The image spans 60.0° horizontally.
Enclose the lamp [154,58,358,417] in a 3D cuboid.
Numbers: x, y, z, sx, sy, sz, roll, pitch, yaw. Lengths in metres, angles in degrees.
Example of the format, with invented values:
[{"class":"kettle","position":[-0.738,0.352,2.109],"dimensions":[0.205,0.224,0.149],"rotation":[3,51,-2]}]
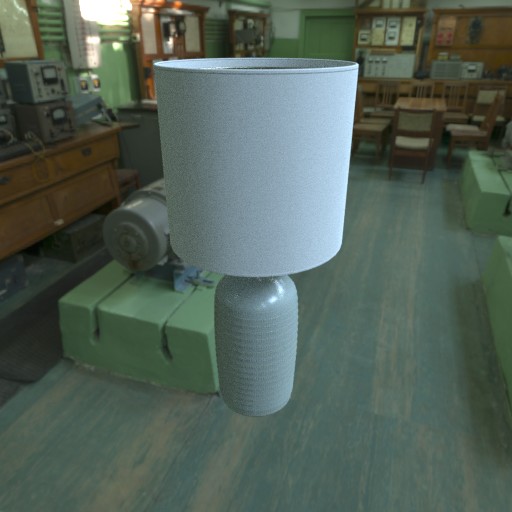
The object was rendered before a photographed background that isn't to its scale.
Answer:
[{"class":"lamp","position":[0.000,0.000,0.593],"dimensions":[0.220,0.475,0.220],"rotation":[8,28,16]}]
